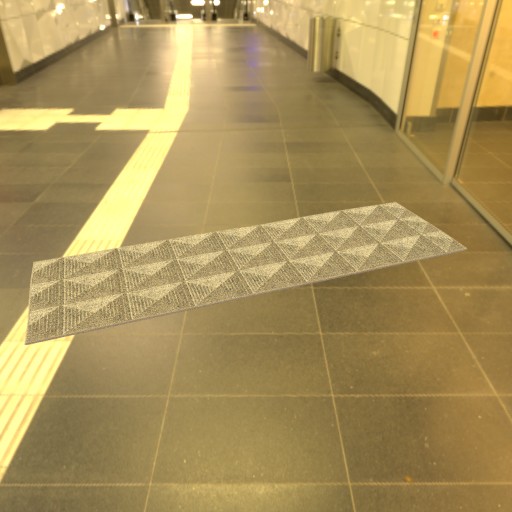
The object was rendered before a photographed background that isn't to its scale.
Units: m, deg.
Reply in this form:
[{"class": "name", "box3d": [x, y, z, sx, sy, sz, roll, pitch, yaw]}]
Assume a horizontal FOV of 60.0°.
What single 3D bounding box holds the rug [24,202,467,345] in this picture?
[{"class": "rug", "box3d": [0.000, 0.000, 2.315, 2.182, 0.015, 0.645, -11, 33, -17]}]
